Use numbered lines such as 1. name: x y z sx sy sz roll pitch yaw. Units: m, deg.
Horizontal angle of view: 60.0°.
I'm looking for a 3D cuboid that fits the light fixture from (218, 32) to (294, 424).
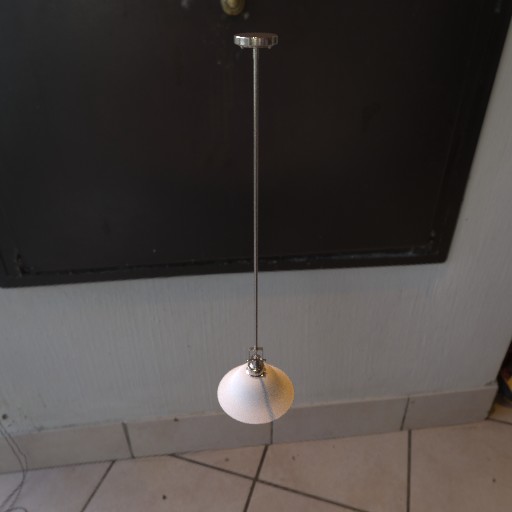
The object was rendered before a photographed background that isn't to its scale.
1. light fixture: 0.000 0.000 1.510 0.324 1.354 0.324 -1 32 -1
